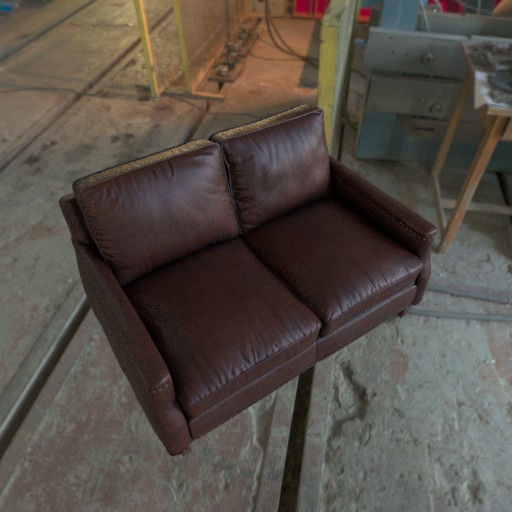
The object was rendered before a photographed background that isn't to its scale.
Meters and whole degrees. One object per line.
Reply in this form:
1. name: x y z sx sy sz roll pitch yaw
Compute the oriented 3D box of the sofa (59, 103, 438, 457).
1. sofa: 0.000 0.000 2.281 1.628 1.003 1.083 -25 50 -23
